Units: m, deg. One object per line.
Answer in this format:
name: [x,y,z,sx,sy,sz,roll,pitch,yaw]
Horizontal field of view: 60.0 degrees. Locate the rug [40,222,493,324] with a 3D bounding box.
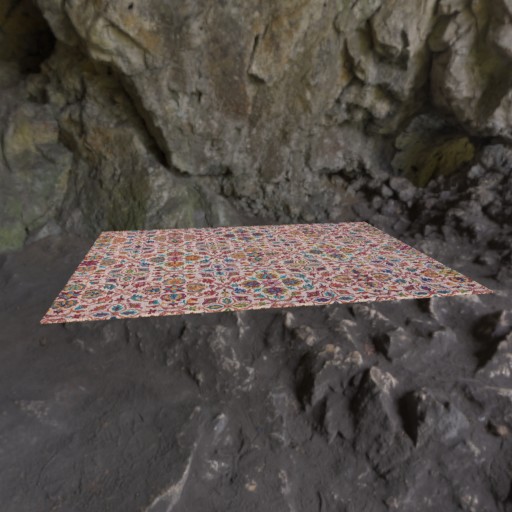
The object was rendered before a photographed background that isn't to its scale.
rug: [0.000,0.000,4.232,3.215,0.020,2.446,-3,17,-9]
